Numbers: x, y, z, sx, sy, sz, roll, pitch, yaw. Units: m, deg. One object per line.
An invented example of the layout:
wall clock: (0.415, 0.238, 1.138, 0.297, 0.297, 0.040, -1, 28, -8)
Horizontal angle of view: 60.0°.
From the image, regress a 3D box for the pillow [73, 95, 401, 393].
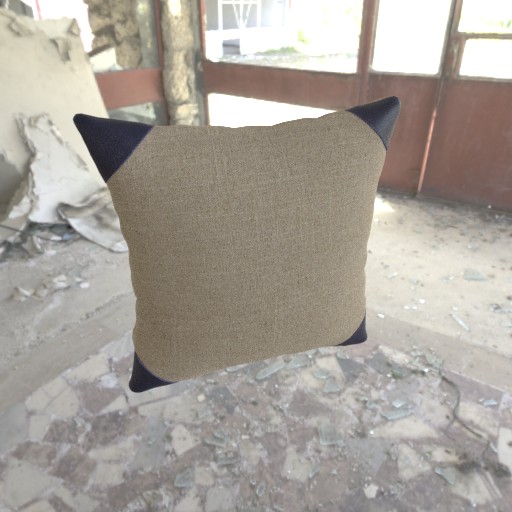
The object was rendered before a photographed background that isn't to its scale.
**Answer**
pillow: (0.000, 0.000, 0.670, 0.440, 0.441, 0.147, -9, 31, -16)
